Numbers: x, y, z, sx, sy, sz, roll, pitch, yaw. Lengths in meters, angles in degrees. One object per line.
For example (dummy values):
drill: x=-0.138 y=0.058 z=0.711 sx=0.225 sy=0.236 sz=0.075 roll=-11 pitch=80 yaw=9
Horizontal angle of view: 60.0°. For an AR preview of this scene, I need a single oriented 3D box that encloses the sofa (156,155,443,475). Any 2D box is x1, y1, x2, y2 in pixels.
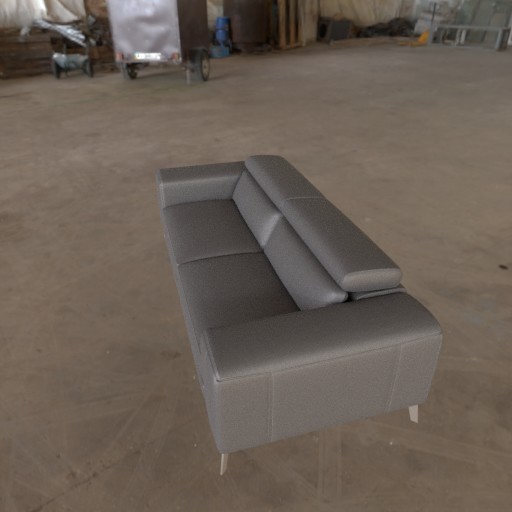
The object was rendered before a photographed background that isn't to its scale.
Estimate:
sofa: x=0.000 y=0.000 z=2.787 sx=1.023 sy=0.759 sz=2.321 roll=-9 pitch=32 yaw=-14
